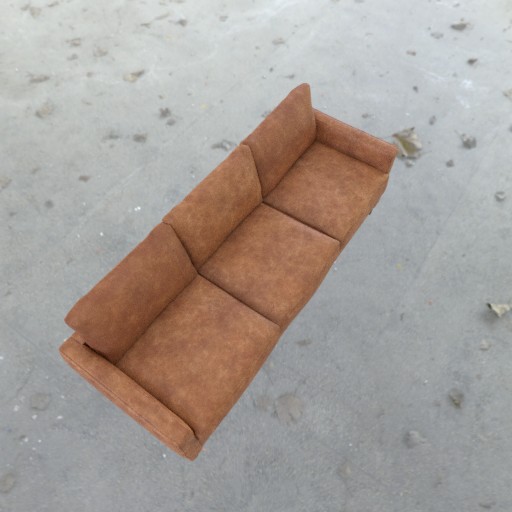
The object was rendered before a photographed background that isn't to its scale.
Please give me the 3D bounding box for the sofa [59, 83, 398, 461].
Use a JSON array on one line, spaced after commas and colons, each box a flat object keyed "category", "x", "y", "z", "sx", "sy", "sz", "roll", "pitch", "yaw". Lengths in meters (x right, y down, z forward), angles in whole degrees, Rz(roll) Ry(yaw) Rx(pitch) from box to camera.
[{"category": "sofa", "x": 0.000, "y": 0.000, "z": 2.423, "sx": 0.748, "sy": 0.863, "sz": 2.029, "roll": 31, "pitch": 63, "yaw": 18}]
